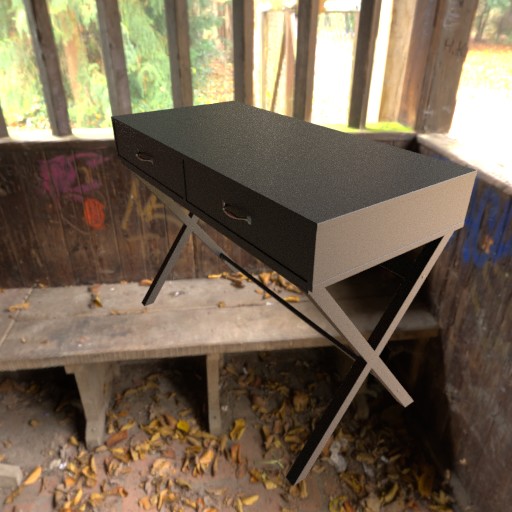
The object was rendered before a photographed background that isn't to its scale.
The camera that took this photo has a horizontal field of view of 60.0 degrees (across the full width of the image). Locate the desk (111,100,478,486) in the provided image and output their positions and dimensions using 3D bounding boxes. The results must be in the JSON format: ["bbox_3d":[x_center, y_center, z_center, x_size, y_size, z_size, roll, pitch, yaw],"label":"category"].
[{"bbox_3d":[0.000,0.000,1.474,0.525,0.780,1.057,-19,35,-30],"label":"desk"}]
